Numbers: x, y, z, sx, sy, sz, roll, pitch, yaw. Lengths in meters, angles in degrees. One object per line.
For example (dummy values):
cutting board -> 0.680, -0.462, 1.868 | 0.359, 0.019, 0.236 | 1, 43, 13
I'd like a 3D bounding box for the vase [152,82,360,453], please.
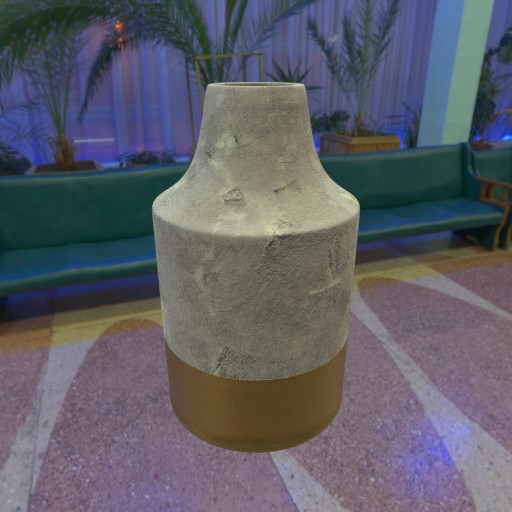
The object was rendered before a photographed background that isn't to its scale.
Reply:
vase -> 0.000, 0.000, 0.421 | 0.184, 0.305, 0.184 | 0, 23, 0
